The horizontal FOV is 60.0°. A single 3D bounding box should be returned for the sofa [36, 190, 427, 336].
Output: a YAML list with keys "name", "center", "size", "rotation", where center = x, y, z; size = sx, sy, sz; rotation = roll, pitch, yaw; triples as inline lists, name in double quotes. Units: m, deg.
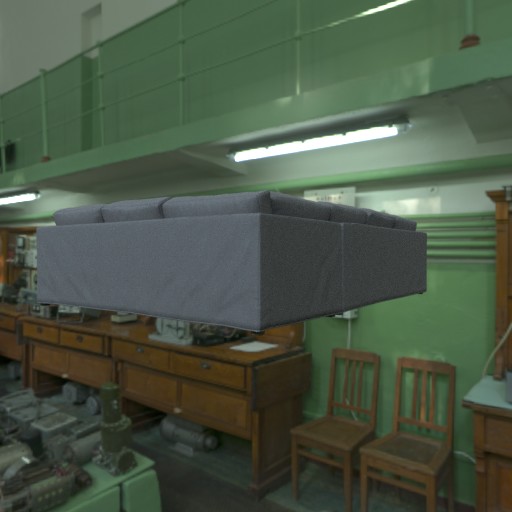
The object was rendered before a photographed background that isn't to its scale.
- name: "sofa"
  center: [0.000, 0.000, 4.410]
  size: [2.432, 0.871, 3.182]
  rotation: [0, 1, 37]
